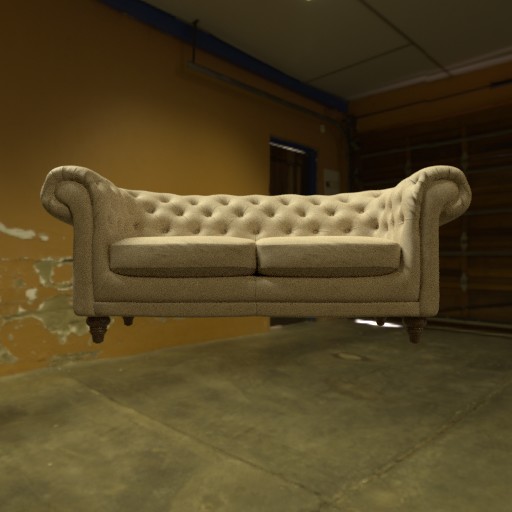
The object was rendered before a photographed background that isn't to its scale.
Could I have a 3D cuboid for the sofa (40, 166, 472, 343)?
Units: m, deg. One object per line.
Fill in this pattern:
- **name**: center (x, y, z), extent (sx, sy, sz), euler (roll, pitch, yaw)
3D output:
- **sofa**: center (0.000, 0.000, 2.509), extent (1.988, 0.835, 1.069), euler (0, -1, 0)
